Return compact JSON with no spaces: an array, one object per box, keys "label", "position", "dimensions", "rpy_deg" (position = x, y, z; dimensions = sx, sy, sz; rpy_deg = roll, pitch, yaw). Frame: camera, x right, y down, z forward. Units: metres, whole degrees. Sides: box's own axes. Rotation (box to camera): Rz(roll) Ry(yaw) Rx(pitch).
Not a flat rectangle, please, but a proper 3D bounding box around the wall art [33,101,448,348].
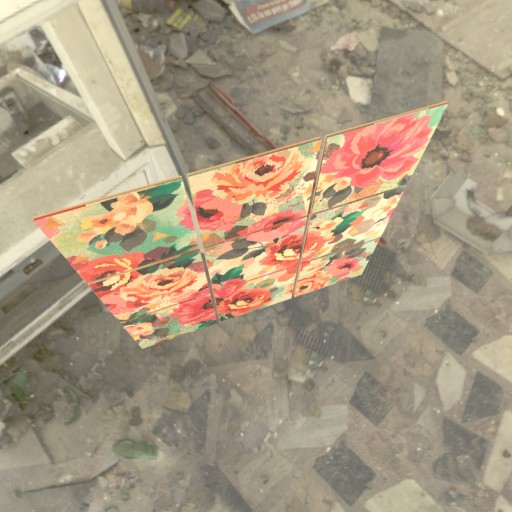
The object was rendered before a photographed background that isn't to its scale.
[{"label":"wall art","position":[0.000,0.000,1.775],"dimensions":[1.216,1.220,0.013],"rpy_deg":[-18,64,-9]}]
